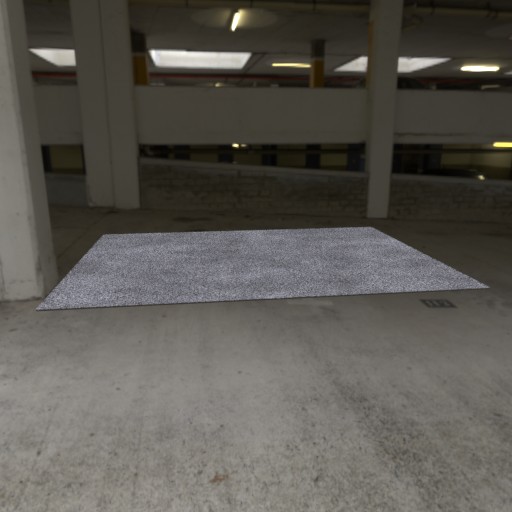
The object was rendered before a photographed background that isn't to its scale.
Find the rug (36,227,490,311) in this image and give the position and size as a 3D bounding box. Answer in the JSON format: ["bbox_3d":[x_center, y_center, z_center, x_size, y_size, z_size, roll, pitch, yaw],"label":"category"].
[{"bbox_3d":[0.000,0.000,2.914,2.235,0.008,1.600,-2,15,-8],"label":"rug"}]
